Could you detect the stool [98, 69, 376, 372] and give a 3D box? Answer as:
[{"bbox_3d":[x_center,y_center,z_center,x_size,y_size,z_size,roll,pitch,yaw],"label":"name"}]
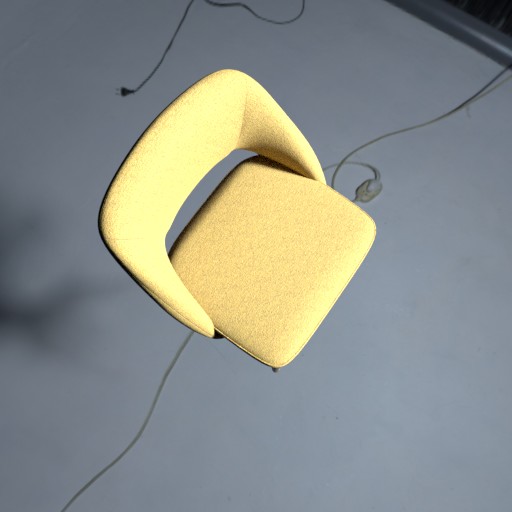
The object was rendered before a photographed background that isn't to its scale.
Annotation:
[{"bbox_3d":[0.000,0.000,1.262,0.522,0.939,0.536,35,79,8],"label":"stool"}]
